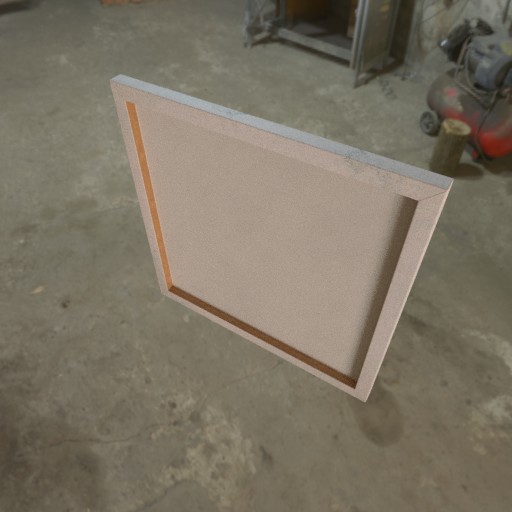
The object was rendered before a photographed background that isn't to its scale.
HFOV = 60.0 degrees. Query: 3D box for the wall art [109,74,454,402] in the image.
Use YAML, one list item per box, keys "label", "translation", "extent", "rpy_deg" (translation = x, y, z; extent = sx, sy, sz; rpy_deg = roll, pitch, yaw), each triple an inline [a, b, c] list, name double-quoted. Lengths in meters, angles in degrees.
- label: "wall art"
  translation: [0.000, 0.000, 1.147]
  extent: [0.762, 0.762, 0.038]
  rpy_deg: [24, 51, 22]
